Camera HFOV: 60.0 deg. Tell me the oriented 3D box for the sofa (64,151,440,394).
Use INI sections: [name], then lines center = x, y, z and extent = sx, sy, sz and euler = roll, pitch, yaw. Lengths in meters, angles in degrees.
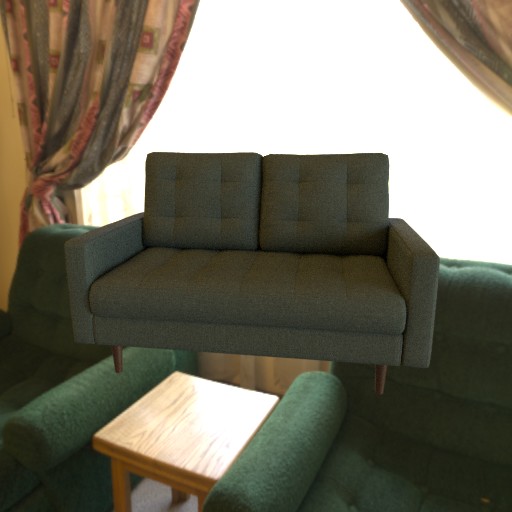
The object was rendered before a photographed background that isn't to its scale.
[sofa]
center = 0.000, 0.000, 2.008
extent = 1.407, 0.907, 0.842
euler = 2, 15, 9
